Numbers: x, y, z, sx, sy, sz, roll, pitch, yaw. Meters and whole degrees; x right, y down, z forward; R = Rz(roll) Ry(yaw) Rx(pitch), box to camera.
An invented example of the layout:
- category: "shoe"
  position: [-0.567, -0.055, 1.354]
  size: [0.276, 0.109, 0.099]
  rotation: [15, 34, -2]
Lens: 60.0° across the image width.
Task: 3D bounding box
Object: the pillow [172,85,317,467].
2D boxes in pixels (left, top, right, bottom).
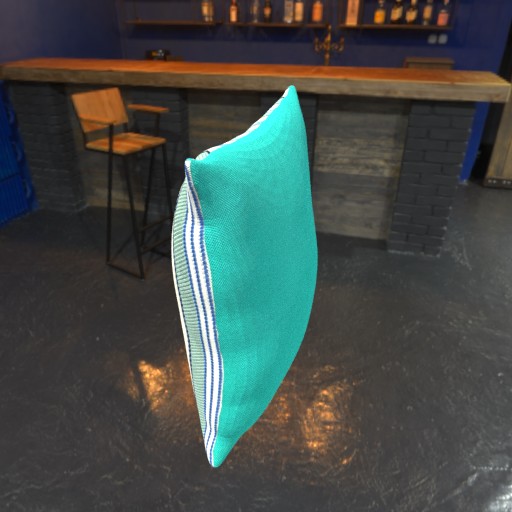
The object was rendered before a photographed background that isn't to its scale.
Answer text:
- category: "pillow"
  position: [0.000, 0.000, 0.682]
  size: [0.182, 0.441, 0.440]
  rotation: [8, 30, 15]
